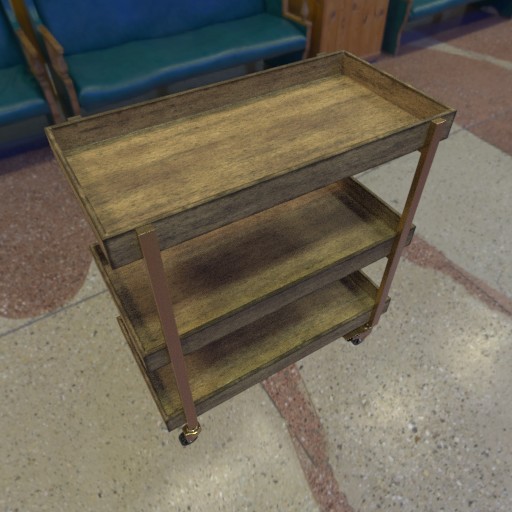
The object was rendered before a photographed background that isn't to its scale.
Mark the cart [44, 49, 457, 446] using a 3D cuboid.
[{"bbox_3d":[0.000,0.000,1.180,0.750,0.799,0.416,-23,50,-21],"label":"cart"}]
